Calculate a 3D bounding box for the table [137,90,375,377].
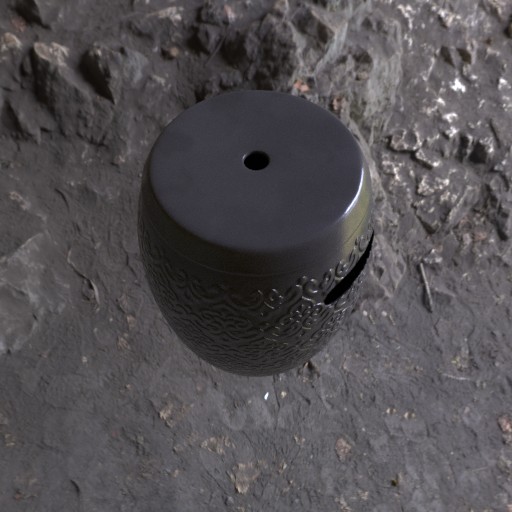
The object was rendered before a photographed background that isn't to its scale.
[{"bbox_3d":[0.000,0.000,0.640,0.309,0.397,0.309,0,59,0],"label":"table"}]
